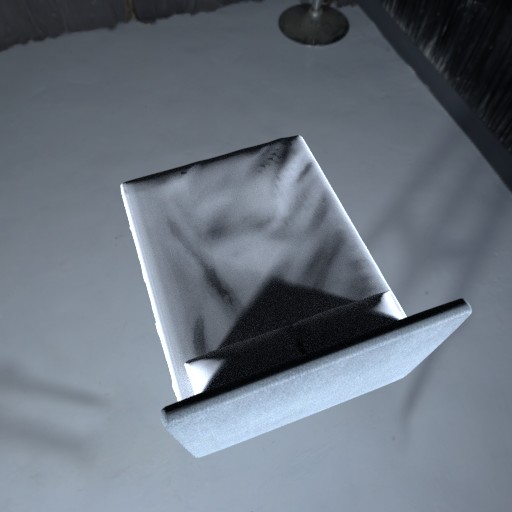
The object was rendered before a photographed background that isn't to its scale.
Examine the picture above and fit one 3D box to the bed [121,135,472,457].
[{"bbox_3d":[0.000,0.000,3.189,1.713,1.330,2.142,-18,61,-10],"label":"bed"}]
